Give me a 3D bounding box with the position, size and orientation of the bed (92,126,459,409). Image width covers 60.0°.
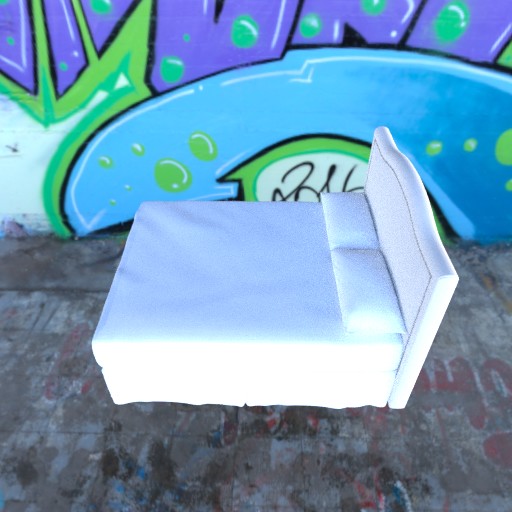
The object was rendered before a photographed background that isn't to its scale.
[{"bbox_3d":[0.000,0.000,3.353,2.143,1.460,1.753,0,42,0],"label":"bed"}]
